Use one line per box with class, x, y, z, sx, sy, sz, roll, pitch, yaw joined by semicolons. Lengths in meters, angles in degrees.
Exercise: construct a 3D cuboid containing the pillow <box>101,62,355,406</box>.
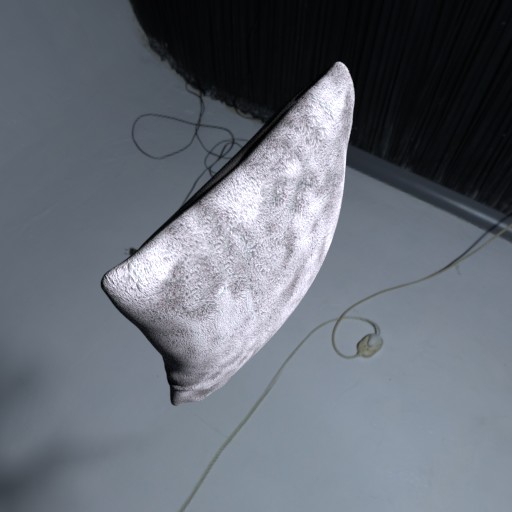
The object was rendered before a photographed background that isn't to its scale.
pillow;0.000;0.000;0.795;0.204;0.520;0.522;31;62;18
